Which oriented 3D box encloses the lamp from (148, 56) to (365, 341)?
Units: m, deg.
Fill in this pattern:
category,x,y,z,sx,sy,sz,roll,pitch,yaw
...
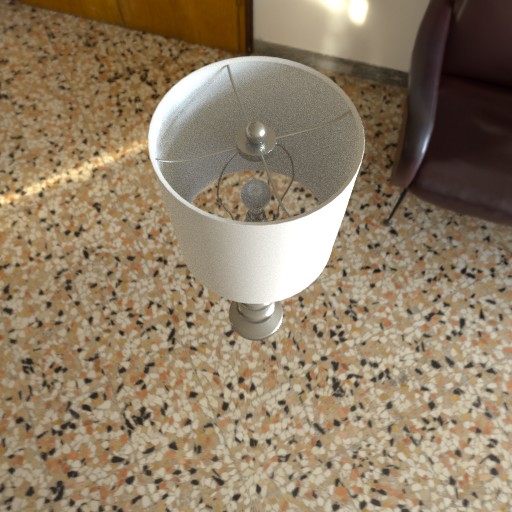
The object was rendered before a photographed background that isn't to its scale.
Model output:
category,x,y,z,sx,sy,sz,roll,pitch,yaw
lamp,0.000,0.000,0.818,0.254,0.690,0.254,-16,65,-8
